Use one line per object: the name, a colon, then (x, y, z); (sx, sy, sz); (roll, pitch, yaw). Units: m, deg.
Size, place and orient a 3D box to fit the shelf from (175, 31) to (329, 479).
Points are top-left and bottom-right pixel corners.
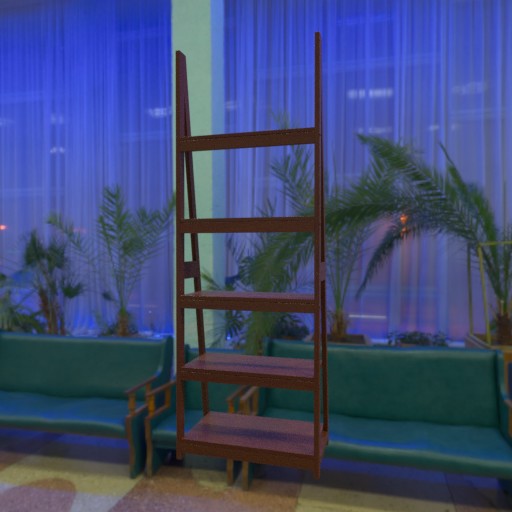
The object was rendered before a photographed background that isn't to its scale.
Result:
shelf: (0.000, 0.000, 2.017); (0.630, 1.780, 0.356); (0, 1, 16)
